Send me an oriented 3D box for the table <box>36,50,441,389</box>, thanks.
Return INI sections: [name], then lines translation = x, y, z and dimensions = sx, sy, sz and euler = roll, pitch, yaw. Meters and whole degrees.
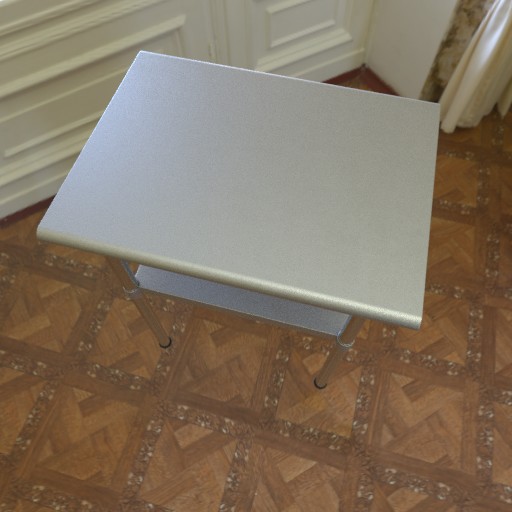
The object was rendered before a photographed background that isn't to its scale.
[table]
translation = 0.000, 0.000, 1.354
dimensions = 0.762, 0.876, 0.584
euler = 13, 63, 7
